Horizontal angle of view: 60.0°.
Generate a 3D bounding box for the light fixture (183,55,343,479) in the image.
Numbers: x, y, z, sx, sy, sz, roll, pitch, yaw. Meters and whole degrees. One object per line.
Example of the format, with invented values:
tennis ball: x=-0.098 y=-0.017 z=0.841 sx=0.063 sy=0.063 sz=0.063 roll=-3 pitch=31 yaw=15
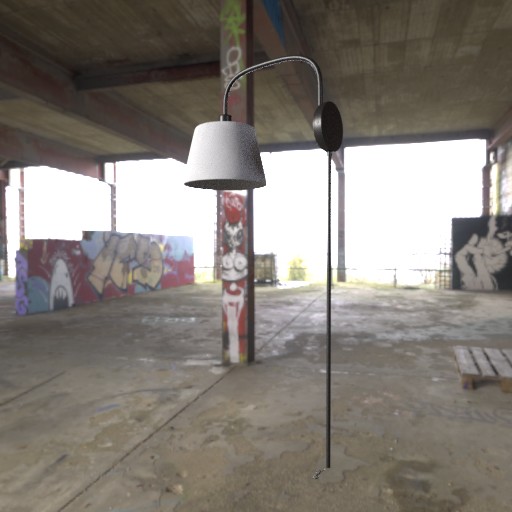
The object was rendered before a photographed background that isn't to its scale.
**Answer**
light fixture: x=0.000 y=0.000 z=0.466 sx=0.176 sy=0.399 sz=0.092 roll=1 pitch=2 yaw=36
